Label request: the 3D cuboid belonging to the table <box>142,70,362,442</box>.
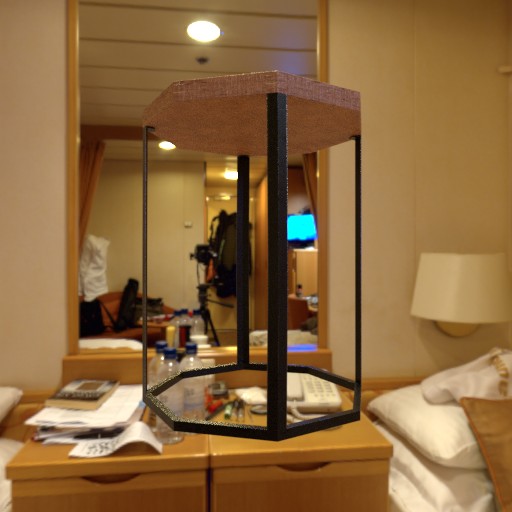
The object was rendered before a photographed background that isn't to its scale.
[{"bbox_3d":[0.000,0.000,0.876,0.437,0.553,0.437,0,0,37],"label":"table"}]
